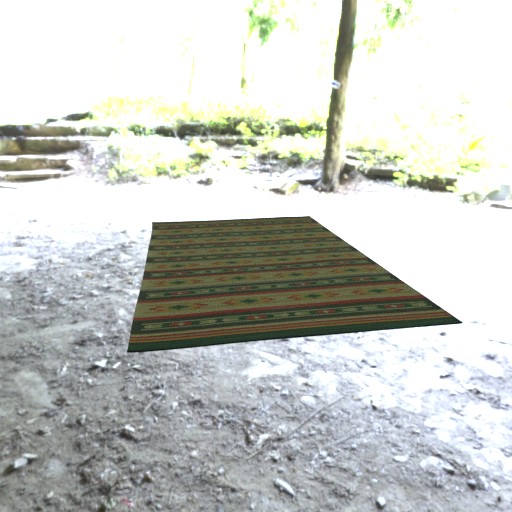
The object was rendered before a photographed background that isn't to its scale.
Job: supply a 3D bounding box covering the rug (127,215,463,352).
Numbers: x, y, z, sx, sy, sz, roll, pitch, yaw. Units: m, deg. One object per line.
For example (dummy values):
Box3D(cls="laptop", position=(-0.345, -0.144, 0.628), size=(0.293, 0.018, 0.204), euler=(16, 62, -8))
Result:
Box3D(cls="rug", position=(0.000, 0.000, 3.091), size=(1.520, 0.011, 2.447), euler=(-3, 17, -10))
